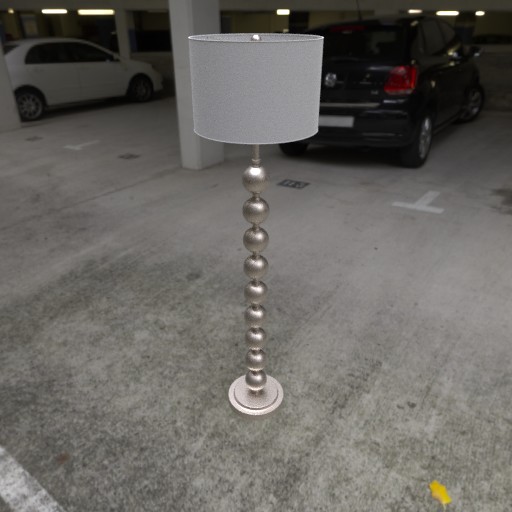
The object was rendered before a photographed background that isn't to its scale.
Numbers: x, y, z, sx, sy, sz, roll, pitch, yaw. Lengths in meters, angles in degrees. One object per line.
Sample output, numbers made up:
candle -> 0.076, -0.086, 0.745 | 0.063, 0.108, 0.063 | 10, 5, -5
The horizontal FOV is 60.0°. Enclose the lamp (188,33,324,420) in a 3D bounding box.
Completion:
lamp -> 0.000, 0.000, 1.647 | 0.394, 1.474, 0.394 | 20, 35, 32
